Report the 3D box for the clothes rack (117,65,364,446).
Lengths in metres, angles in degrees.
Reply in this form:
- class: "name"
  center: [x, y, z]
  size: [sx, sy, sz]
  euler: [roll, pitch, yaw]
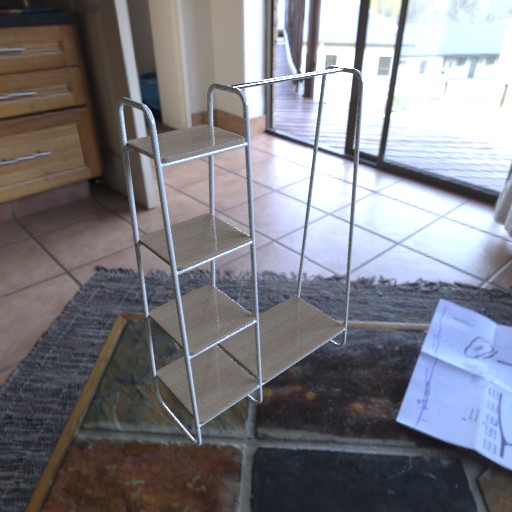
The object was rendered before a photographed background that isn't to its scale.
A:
- class: "clothes rack"
  center: [0.000, 0.000, 2.012]
  size: [1.011, 1.500, 0.400]
  euler: [-24, 39, -34]
